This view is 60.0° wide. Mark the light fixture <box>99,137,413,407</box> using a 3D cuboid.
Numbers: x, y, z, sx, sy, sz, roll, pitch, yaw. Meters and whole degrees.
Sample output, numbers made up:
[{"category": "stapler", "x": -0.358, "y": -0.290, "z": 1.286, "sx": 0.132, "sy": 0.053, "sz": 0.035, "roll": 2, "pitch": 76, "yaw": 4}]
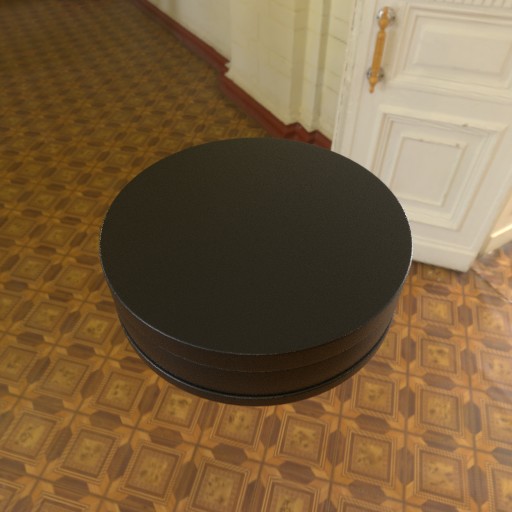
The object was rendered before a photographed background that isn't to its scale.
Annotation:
[{"category": "light fixture", "x": 0.000, "y": 0.000, "z": 0.440, "sx": 0.283, "sy": 0.097, "sz": 0.283, "roll": 0, "pitch": 47, "yaw": 0}]
